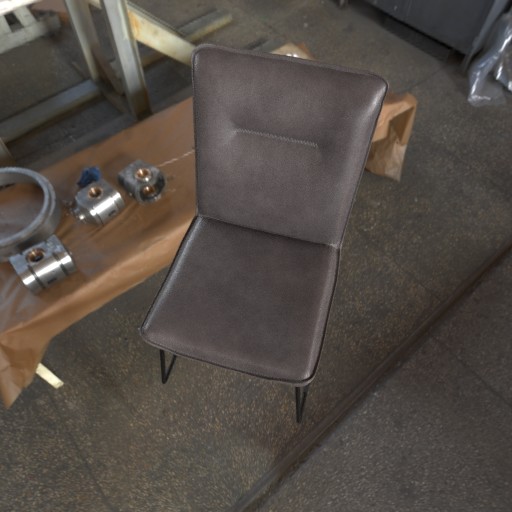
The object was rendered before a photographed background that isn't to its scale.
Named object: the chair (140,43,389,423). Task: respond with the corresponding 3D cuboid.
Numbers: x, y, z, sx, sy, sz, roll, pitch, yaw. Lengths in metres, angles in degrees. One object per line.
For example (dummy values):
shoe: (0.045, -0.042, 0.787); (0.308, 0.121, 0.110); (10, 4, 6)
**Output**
chair: (0.000, 0.000, 1.346); (0.515, 0.932, 0.688); (14, 59, 8)
